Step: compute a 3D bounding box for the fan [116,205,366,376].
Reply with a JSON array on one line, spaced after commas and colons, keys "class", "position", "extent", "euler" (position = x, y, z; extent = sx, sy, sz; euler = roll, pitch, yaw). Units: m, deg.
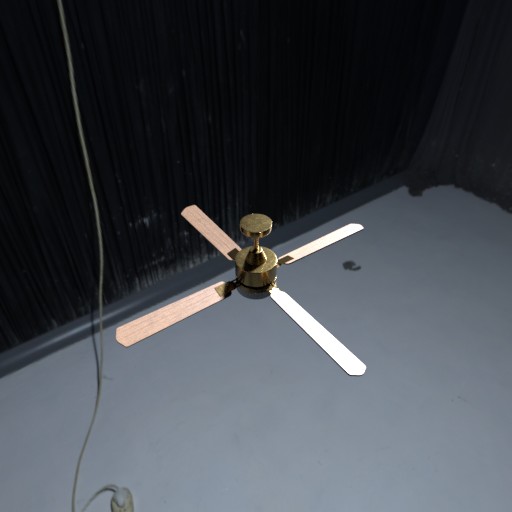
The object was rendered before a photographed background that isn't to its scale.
[{"class": "fan", "position": [0.000, 0.000, 1.939], "extent": [1.320, 0.355, 1.320], "euler": [-24, 45, -26]}]
